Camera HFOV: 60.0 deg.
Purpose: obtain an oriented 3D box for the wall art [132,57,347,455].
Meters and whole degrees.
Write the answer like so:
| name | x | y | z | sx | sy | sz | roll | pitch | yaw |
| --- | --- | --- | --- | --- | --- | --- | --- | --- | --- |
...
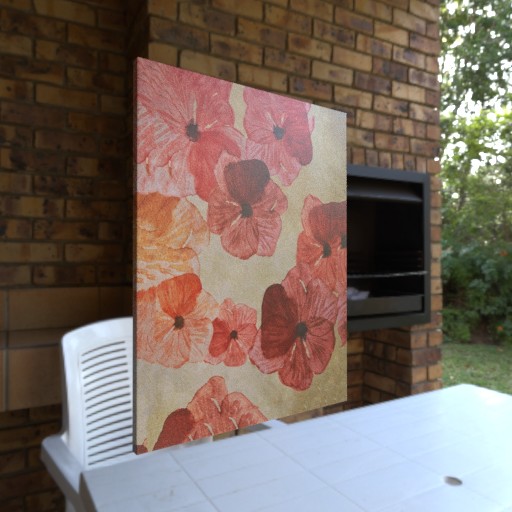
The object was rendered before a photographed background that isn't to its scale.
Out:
| name | x | y | z | sx | sy | sz | roll | pitch | yaw |
| --- | --- | --- | --- | --- | --- | --- | --- | --- | --- |
| wall art | 0.000 | 0.000 | 1.358 | 0.762 | 1.015 | 0.031 | 0 | -1 | -35 |
